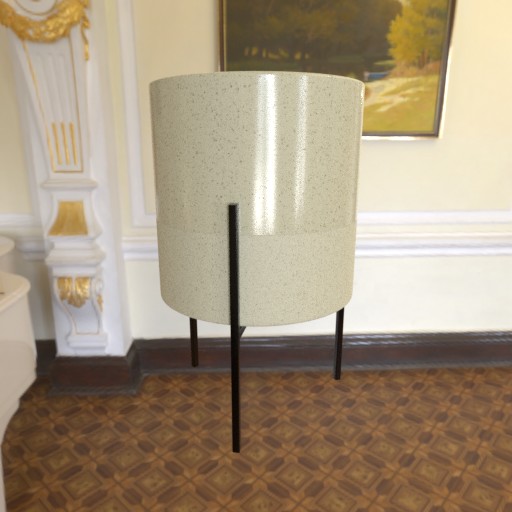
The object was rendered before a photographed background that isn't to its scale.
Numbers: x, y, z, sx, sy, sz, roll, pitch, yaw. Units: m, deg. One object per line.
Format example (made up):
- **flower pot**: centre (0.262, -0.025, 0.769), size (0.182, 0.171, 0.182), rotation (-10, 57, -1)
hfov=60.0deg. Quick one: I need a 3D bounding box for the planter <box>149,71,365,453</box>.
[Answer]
- **planter**: centre (0.000, 0.000, 0.538), size (0.234, 0.390, 0.243), rotation (3, 15, 10)
